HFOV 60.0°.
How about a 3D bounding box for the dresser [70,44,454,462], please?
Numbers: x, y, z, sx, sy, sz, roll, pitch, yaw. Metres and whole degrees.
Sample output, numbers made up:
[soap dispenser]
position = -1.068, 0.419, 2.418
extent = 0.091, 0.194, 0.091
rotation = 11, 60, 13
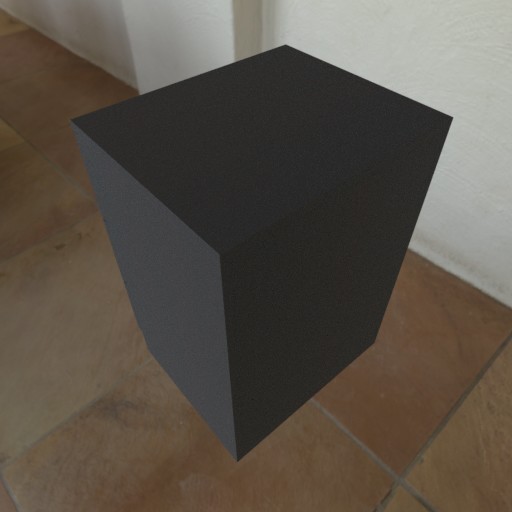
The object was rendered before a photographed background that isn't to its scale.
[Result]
[dresser]
position = 0.000, 0.000, 0.810
extent = 0.400, 0.560, 0.360
rotation = -32, 54, -27
